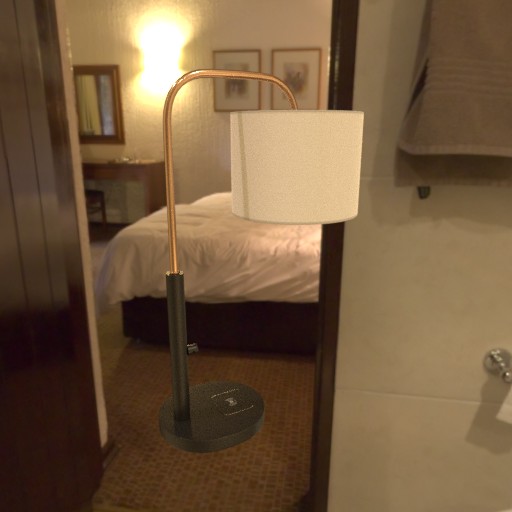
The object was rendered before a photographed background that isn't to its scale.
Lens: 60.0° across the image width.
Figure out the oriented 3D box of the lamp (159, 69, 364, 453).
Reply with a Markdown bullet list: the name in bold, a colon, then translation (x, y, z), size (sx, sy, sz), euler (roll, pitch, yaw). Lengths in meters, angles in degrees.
- **lamp**: translation (0.000, 0.000, 0.699), size (0.337, 0.540, 0.199), euler (-8, 18, -27)
